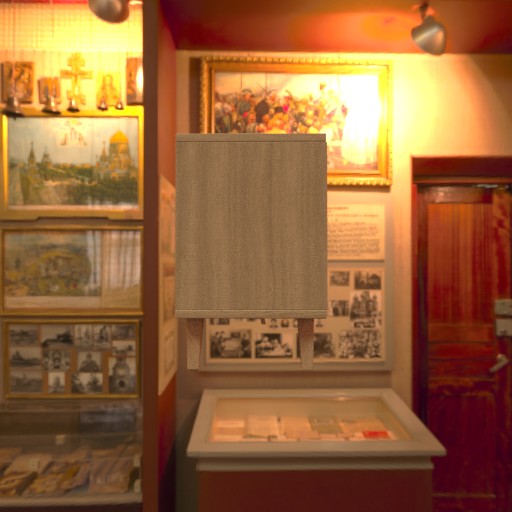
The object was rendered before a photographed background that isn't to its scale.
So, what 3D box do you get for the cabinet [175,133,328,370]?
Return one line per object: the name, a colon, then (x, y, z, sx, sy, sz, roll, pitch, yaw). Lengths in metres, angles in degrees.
cabinet: (0.000, 0.000, 2.547, 0.499, 0.779, 2.198, 0, -1, 1)
